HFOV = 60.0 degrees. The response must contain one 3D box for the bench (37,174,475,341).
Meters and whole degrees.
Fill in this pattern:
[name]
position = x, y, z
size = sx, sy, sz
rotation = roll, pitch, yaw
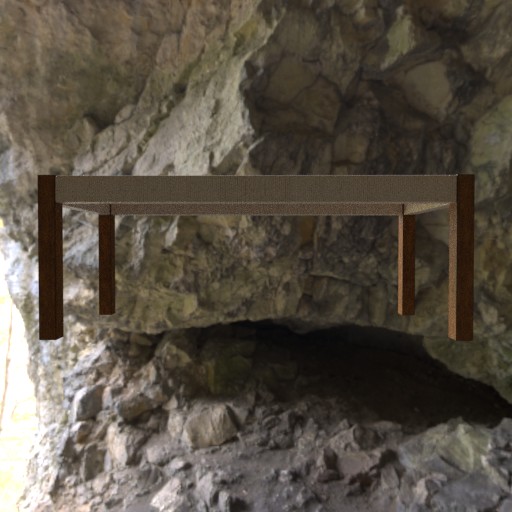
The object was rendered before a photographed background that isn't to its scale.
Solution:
[bench]
position = 0.000, 0.000, 1.471
size = 1.198, 0.457, 0.507
rotation = 0, 1, 0
